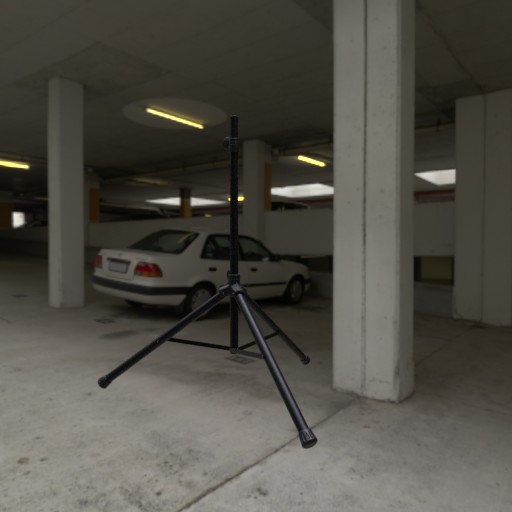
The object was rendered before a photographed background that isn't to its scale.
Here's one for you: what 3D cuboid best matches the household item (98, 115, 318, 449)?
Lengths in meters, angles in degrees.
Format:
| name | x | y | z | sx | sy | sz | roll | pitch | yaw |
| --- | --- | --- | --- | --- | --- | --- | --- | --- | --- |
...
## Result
| name | x | y | z | sx | sy | sz | roll | pitch | yaw |
| --- | --- | --- | --- | --- | --- | --- | --- | --- | --- |
| household item | 0.000 | 0.000 | 1.936 | 1.045 | 1.136 | 0.907 | 1 | 1 | 37 |
